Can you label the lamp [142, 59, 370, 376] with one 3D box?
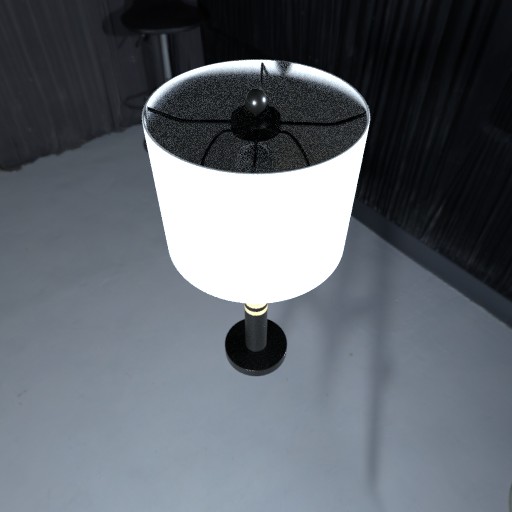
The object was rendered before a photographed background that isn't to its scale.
[{"bbox_3d":[0.000,0.000,0.817,0.305,0.640,0.305,-31,54,-26],"label":"lamp"}]
